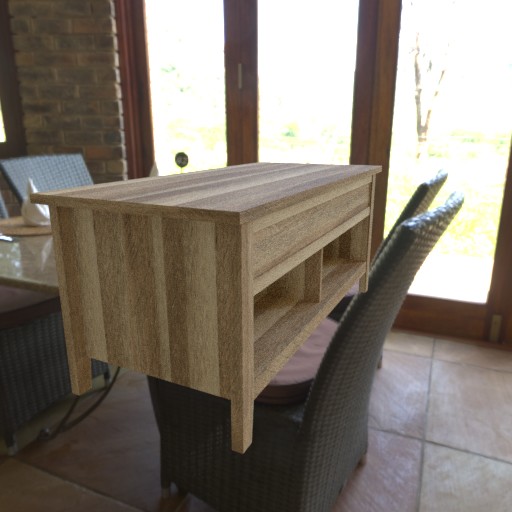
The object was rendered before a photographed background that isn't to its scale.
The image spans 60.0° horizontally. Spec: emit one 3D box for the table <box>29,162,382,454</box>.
[{"bbox_3d":[0.000,0.000,1.339,0.493,0.480,1.095,8,17,26],"label":"table"}]
